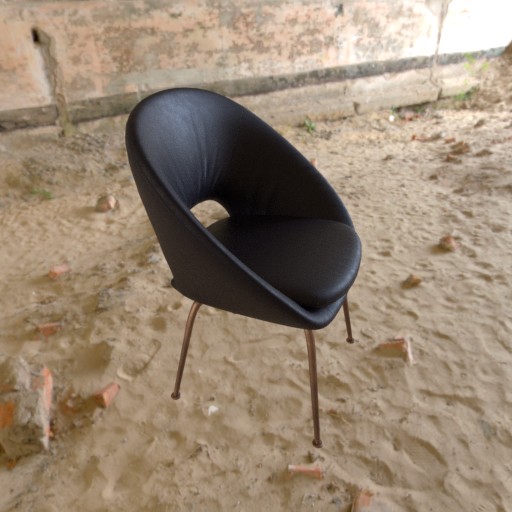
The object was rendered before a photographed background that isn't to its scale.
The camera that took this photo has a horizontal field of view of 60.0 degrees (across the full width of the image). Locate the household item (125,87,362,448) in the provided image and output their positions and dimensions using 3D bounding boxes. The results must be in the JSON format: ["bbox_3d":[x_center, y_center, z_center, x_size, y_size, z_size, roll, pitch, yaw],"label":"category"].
[{"bbox_3d":[0.000,0.000,1.256,0.573,0.852,0.623,12,33,19],"label":"household item"}]
